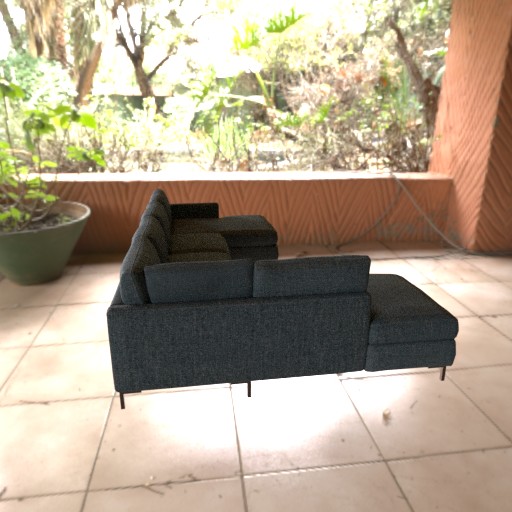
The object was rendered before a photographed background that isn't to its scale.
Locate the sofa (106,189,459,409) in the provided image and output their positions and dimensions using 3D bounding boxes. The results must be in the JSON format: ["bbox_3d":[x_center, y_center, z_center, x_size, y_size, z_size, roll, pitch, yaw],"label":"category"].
[{"bbox_3d":[0.000,0.000,3.567,1.879,0.753,2.737,-3,18,-8],"label":"sofa"}]
